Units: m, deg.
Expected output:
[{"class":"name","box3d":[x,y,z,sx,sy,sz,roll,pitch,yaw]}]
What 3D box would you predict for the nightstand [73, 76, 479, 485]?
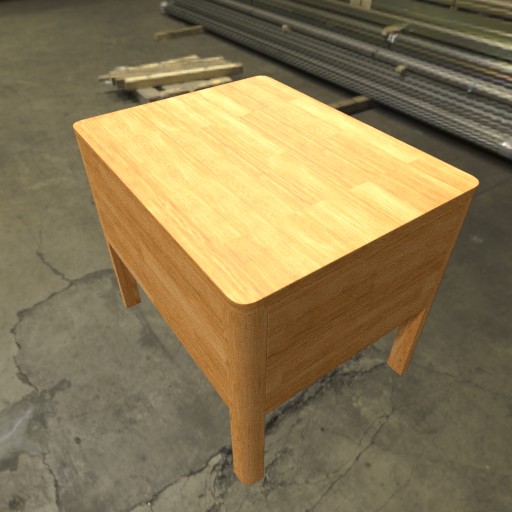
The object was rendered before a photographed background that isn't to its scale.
[{"class":"nightstand","box3d":[0.000,0.000,0.891,0.440,0.470,0.560,-25,47,-26]}]
